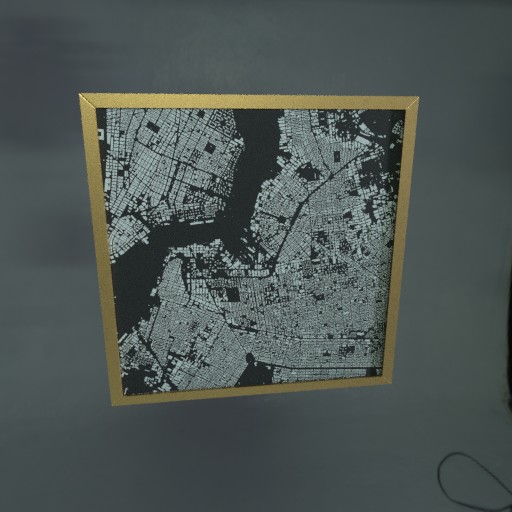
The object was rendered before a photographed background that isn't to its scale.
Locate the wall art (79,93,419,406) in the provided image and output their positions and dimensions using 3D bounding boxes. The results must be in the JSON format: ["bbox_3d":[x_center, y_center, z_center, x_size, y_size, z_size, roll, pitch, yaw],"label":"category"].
[{"bbox_3d":[0.000,0.000,1.884,1.284,1.284,0.095,-2,16,-8],"label":"wall art"}]
